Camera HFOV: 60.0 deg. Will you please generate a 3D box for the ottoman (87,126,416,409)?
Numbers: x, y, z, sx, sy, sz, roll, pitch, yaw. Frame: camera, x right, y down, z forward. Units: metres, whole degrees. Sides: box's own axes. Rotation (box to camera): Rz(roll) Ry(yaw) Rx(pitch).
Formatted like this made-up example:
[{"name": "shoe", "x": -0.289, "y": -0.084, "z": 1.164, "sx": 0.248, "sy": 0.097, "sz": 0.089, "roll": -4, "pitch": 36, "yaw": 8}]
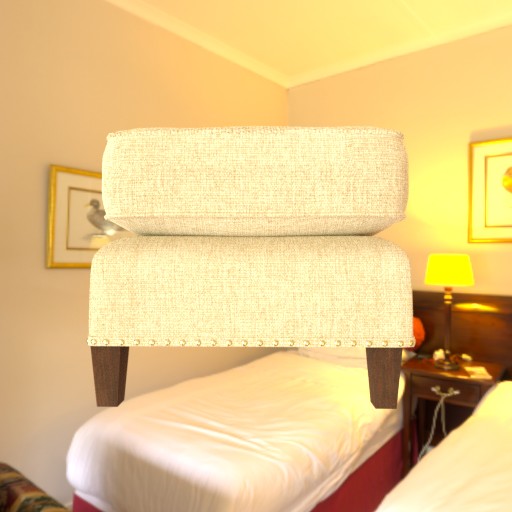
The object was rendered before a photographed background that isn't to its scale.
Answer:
[{"name": "ottoman", "x": 0.000, "y": 0.000, "z": 1.128, "sx": 0.589, "sy": 0.537, "sz": 0.738, "roll": 0, "pitch": 0, "yaw": 1}]
